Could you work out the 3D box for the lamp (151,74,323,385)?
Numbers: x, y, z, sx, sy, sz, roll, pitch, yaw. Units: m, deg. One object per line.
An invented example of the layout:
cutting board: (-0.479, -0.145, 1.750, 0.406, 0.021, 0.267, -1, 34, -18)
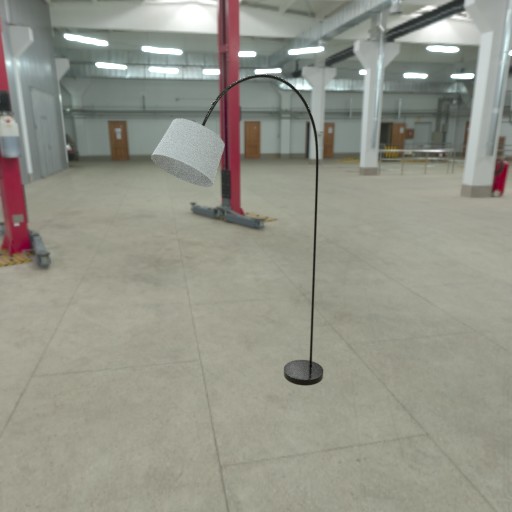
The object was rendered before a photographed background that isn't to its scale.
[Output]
lamp: (0.000, 0.000, 2.736, 0.331, 2.104, 1.363, 14, 21, 41)
